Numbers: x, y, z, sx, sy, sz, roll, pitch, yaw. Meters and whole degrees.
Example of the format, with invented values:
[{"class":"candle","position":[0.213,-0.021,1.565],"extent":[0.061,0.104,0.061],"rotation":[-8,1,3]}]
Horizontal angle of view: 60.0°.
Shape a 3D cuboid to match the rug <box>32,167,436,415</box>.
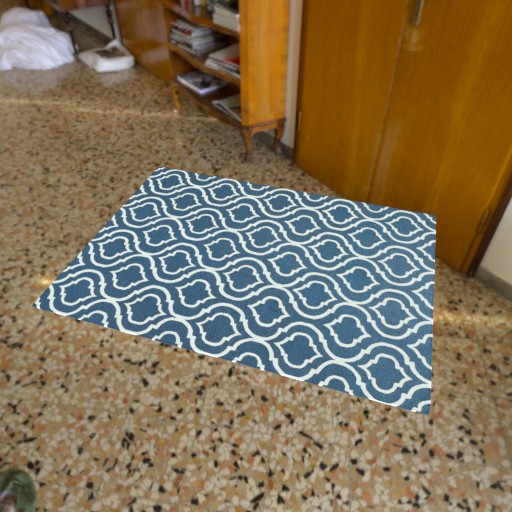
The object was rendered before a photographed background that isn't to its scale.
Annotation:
[{"class":"rug","position":[0.000,0.000,4.361],"extent":[3.353,0.010,2.438],"rotation":[12,44,13]}]
